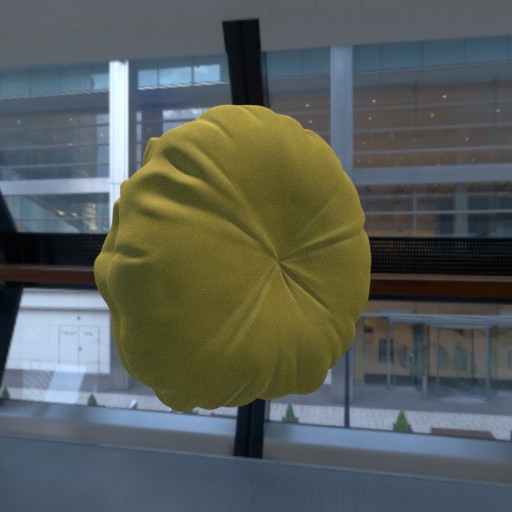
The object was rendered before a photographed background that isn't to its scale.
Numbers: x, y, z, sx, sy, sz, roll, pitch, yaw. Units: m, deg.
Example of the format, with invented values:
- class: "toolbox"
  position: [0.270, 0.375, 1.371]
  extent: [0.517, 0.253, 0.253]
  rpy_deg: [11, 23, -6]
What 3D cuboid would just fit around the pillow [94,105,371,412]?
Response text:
- class: "pillow"
  position: [0.000, 0.000, 0.624]
  extent: [0.428, 0.407, 0.148]
  rpy_deg: [0, 0, -36]
